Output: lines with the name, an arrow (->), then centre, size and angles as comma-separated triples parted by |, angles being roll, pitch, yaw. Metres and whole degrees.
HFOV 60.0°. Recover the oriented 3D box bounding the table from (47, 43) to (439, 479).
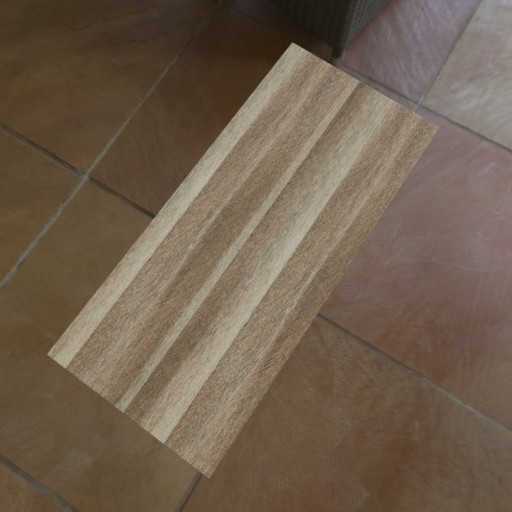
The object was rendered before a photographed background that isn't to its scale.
table -> 0.000, 0.000, 1.396 | 0.493, 0.480, 1.095 | 34, 78, 8
